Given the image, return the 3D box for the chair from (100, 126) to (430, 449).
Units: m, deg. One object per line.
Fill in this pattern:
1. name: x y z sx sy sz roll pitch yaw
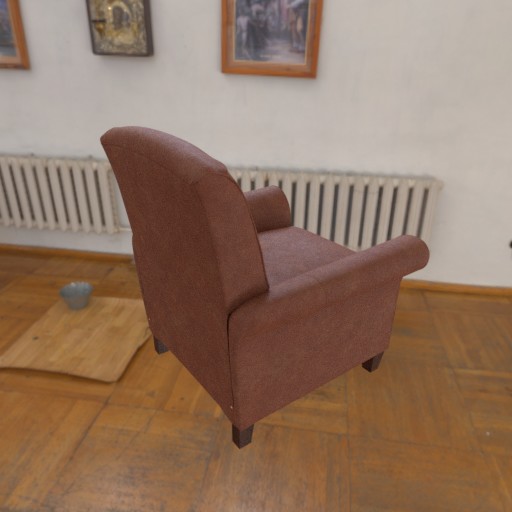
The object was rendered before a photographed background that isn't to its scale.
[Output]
1. chair: 0.000 0.000 1.780 0.902 1.061 0.978 -17 30 -32
